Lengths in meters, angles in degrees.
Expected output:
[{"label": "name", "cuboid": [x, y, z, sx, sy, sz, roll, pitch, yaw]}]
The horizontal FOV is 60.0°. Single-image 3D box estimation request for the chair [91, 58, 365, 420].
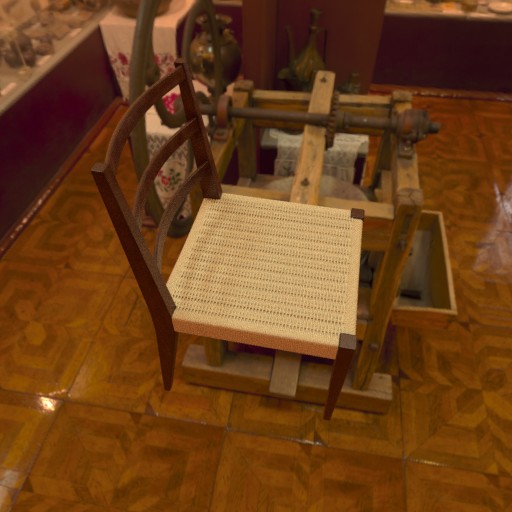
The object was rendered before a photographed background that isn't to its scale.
[{"label": "chair", "cuboid": [0.000, 0.000, 1.180, 0.551, 0.813, 0.480, 9, 48, 8]}]
